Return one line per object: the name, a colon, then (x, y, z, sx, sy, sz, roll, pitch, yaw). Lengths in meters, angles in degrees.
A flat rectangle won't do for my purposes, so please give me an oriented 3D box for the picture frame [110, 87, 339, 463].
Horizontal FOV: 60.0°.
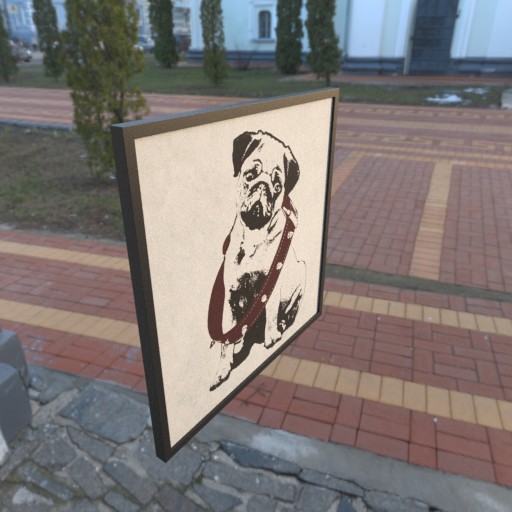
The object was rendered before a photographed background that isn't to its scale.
picture frame: (0.000, 0.000, 1.168, 0.032, 0.775, 0.775, 18, 31, 32)
